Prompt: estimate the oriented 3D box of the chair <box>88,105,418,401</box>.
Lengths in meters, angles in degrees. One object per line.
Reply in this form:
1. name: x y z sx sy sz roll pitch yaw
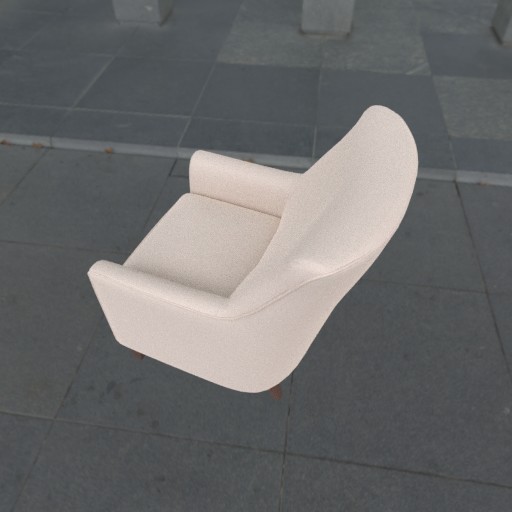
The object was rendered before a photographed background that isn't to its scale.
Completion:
1. chair: 0.000 0.000 1.577 0.879 0.916 0.756 17 50 15
